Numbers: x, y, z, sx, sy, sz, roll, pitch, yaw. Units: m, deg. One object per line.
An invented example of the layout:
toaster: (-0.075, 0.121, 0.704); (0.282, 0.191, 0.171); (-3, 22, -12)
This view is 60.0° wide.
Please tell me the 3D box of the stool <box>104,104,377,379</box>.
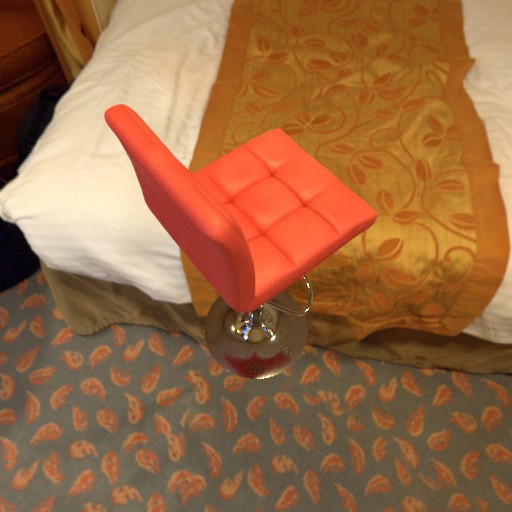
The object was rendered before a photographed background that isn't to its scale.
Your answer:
stool: (0.000, 0.000, 1.360); (0.505, 1.115, 0.430); (-33, 63, -19)
